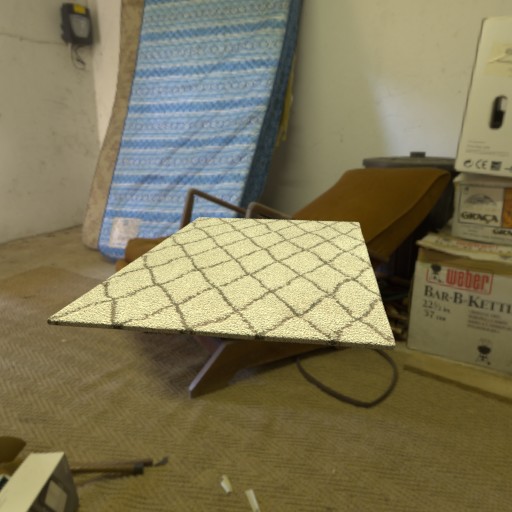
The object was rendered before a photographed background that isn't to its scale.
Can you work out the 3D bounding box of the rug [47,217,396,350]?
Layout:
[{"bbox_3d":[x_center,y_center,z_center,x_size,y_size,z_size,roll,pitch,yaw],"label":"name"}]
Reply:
[{"bbox_3d":[0.000,0.000,3.031,1.524,0.030,2.438,3,16,9],"label":"rug"}]
